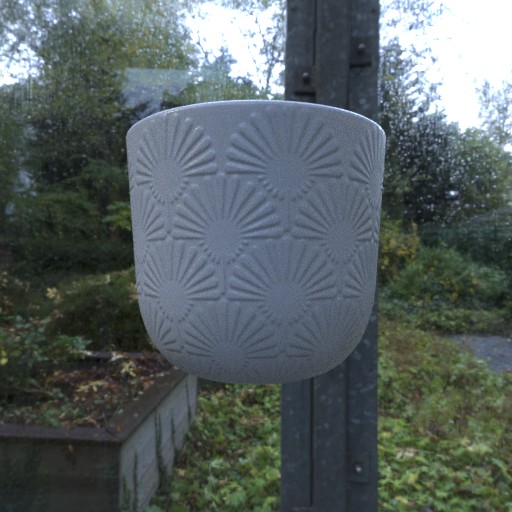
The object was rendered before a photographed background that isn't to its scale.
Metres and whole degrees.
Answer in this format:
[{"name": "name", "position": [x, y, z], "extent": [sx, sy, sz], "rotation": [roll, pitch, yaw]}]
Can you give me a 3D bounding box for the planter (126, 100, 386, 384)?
[{"name": "planter", "position": [0.000, 0.000, 0.300], "extent": [0.170, 0.152, 0.170], "rotation": [0, -1, 0]}]
